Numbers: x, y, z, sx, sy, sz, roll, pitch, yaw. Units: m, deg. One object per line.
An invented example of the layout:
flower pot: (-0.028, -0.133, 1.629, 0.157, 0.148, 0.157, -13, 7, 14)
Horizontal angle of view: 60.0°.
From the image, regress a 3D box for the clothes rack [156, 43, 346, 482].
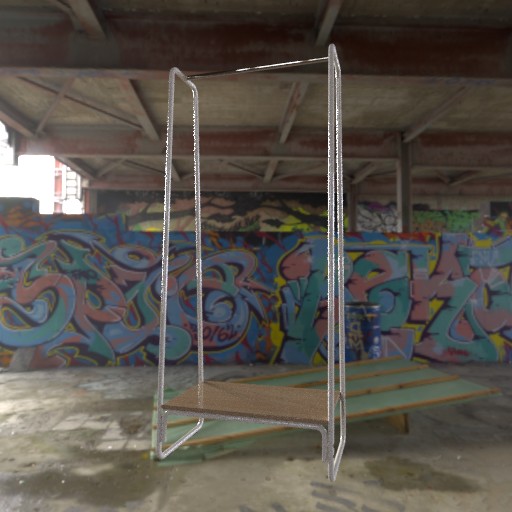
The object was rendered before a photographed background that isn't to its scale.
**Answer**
clothes rack: (0.000, 0.000, 1.721, 0.640, 1.500, 0.400, -1, -2, 17)
